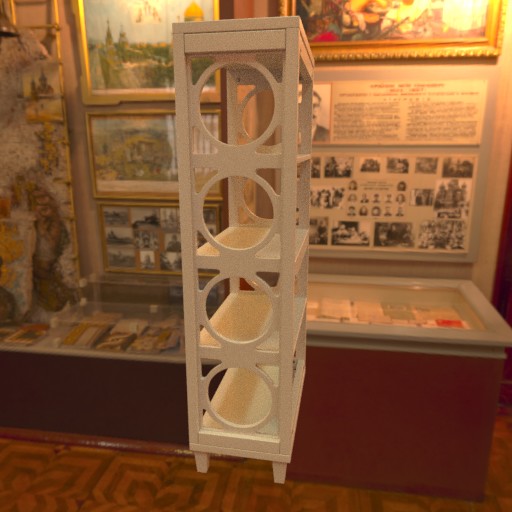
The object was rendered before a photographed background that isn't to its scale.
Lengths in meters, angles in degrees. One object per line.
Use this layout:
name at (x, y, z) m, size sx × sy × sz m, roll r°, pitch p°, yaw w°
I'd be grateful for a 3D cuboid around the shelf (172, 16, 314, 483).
shelf at (0.000, 0.000, 1.606) m, size 0.340 × 1.411 × 0.611 m, roll 3°, pitch 14°, yaw 10°
